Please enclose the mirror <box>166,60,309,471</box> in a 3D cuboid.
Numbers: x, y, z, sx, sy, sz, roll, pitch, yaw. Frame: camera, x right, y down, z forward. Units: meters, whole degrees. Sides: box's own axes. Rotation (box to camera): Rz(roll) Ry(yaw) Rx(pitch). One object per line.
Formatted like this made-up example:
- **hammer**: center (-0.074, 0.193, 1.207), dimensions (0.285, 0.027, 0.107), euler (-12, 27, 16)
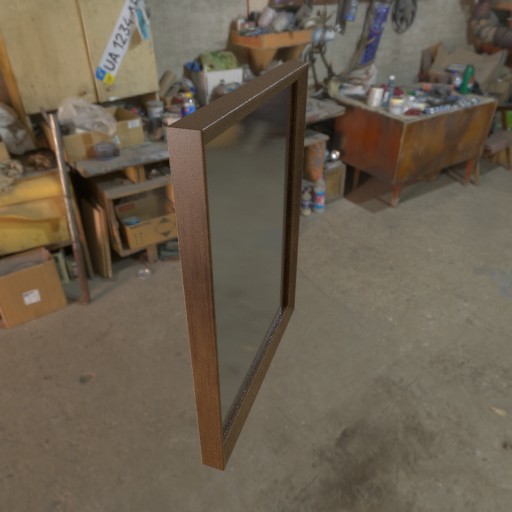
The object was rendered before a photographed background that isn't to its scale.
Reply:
- **mirror**: center (0.000, 0.000, 0.693), dimensions (0.041, 0.509, 0.406), euler (10, 33, 16)
